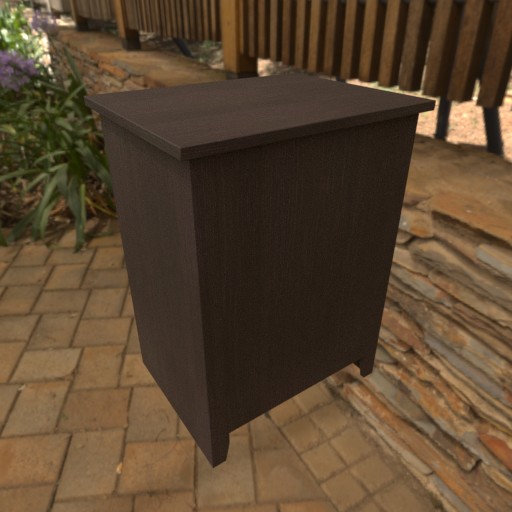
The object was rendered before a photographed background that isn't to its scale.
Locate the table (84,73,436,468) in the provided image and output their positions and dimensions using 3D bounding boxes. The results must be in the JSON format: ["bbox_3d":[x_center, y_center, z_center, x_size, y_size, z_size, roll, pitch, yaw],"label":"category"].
[{"bbox_3d":[0.000,0.000,0.929,0.480,0.635,0.381,-19,35,-29],"label":"table"}]
